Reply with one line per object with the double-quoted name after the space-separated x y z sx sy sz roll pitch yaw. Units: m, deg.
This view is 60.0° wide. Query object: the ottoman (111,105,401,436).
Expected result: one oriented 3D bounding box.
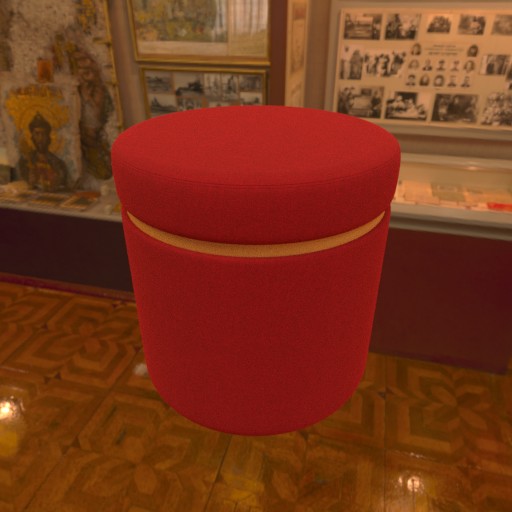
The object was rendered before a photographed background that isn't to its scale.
0.000 0.000 0.724 0.400 0.406 0.400 0 30 0 "ottoman"
